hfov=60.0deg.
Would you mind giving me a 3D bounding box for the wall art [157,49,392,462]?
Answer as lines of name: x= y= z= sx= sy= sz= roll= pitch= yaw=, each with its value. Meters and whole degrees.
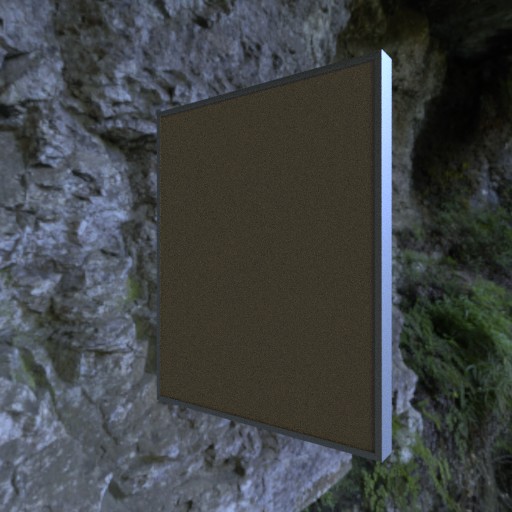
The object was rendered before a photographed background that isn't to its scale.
wall art: x=0.000 y=0.000 z=0.739 sx=0.445 sy=0.553 sz=0.039 roll=0 pitch=0 yaw=36
